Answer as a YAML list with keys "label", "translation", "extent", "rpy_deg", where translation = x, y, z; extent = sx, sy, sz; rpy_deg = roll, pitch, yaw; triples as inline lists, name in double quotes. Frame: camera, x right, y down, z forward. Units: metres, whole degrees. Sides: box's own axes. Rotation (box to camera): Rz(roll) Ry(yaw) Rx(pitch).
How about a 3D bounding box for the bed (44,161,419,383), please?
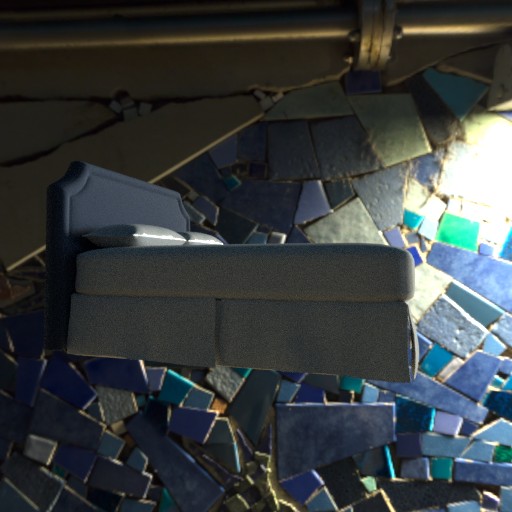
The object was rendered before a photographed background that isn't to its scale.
- label: "bed"
  translation: [0.000, 0.000, 3.326]
  extent: [2.260, 1.297, 1.831]
  rpy_deg: [0, -1, 18]
